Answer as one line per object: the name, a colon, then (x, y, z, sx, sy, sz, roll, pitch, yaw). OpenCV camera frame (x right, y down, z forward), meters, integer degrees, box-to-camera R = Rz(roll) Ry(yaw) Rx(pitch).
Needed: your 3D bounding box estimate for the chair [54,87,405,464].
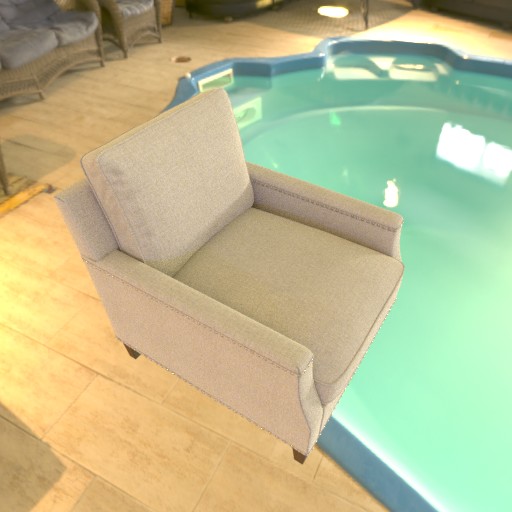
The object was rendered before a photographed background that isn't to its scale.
chair: (0.000, 0.000, 1.692, 1.014, 0.943, 0.853, 24, 47, 24)
